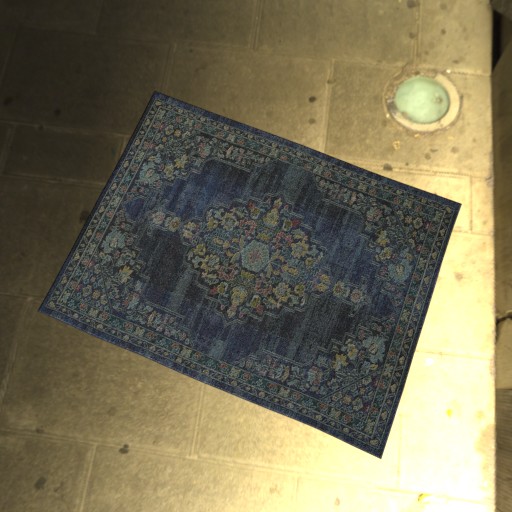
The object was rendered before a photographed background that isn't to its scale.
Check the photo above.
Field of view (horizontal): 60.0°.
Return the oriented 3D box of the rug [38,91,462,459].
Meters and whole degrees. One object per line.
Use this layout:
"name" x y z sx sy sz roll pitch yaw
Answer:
"rug" 0.000 0.000 4.554 3.612 0.035 2.716 22 77 5
